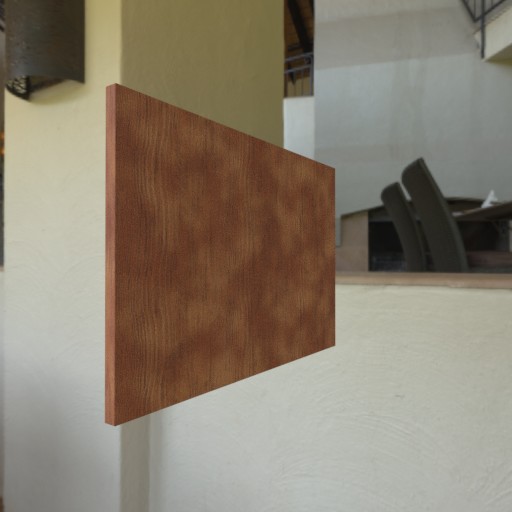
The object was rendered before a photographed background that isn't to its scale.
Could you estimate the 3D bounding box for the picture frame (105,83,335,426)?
[{"bbox_3d":[0.000,0.000,1.222,0.029,0.640,0.950,0,-1,35],"label":"picture frame"}]
